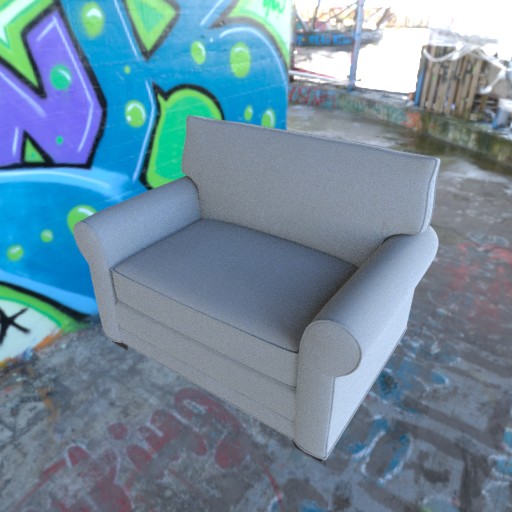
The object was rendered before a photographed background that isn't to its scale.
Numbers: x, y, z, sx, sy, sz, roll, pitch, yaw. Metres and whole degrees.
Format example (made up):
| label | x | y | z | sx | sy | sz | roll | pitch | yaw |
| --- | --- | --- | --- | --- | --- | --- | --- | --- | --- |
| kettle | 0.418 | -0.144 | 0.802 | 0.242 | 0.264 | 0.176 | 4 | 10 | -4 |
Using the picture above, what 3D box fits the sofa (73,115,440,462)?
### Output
| label | x | y | z | sx | sy | sz | roll | pitch | yaw |
| --- | --- | --- | --- | --- | --- | --- | --- | --- | --- |
| sofa | 0.000 | 0.000 | 2.032 | 1.405 | 1.006 | 0.937 | 19 | 35 | 30 |
